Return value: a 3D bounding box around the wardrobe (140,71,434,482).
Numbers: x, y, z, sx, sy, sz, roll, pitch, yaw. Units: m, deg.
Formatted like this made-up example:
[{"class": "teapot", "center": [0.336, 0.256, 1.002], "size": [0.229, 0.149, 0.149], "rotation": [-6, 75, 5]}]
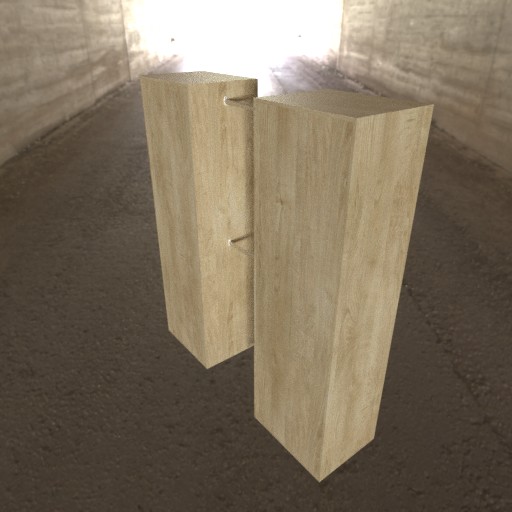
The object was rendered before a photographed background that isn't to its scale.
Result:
[{"class": "wardrobe", "center": [0.000, 0.000, 2.783], "size": [0.480, 2.000, 1.770], "rotation": [-20, 34, -33]}]
